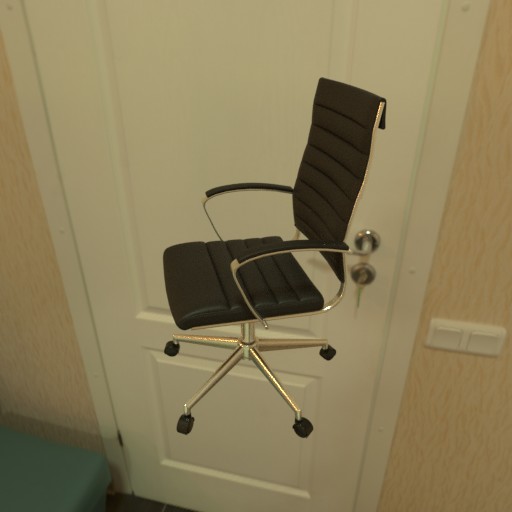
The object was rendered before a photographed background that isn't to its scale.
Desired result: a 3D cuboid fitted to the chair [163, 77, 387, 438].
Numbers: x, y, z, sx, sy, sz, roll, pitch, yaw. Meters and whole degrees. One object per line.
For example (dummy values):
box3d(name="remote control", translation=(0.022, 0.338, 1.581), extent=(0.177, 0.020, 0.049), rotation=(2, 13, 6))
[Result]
box3d(name="chair", translation=(0.000, 0.000, 1.623), extent=(0.739, 1.149, 0.766), rotation=(-8, 30, -13))
